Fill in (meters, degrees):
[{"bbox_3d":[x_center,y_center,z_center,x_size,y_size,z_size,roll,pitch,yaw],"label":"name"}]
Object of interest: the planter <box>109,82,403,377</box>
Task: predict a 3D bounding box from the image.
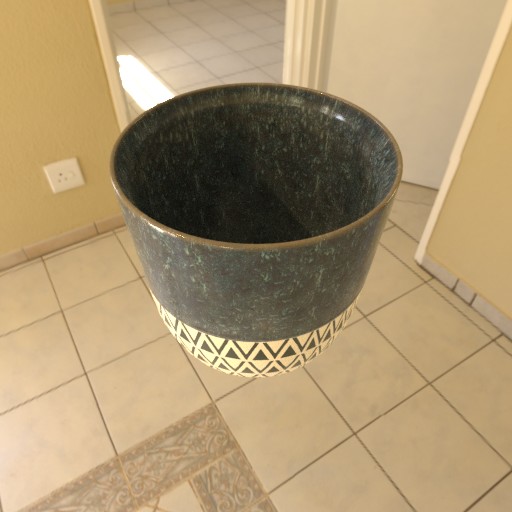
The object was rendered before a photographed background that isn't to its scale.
[{"bbox_3d":[0.000,0.000,0.377,0.195,0.214,0.195,0,46,0],"label":"planter"}]
